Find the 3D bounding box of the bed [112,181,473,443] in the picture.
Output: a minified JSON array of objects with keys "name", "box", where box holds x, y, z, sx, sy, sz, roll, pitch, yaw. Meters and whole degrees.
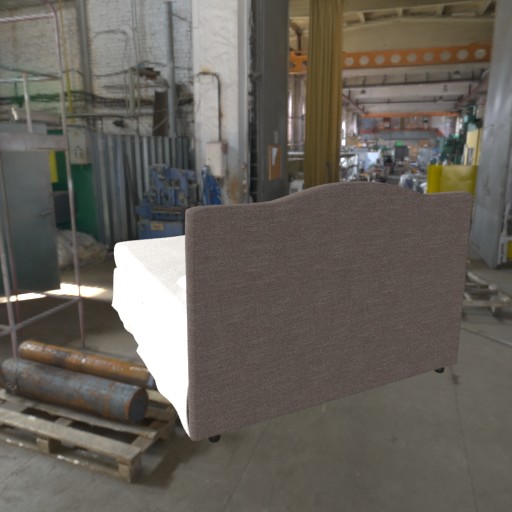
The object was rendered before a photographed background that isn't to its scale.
[{"name":"bed","box":[0.000,0.000,3.926,2.161,1.457,2.689,-7,15,-26]}]
